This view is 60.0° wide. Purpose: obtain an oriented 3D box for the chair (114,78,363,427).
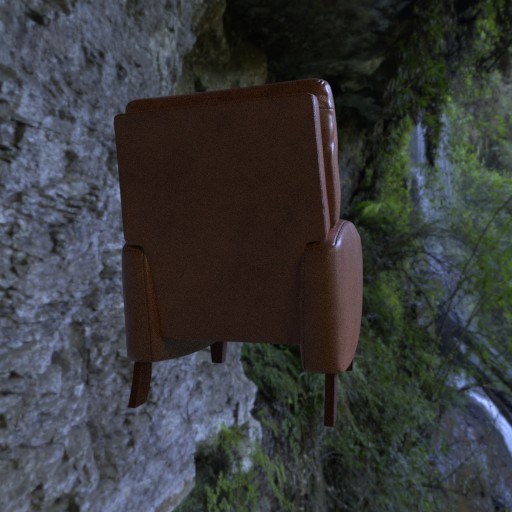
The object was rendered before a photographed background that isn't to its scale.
[{"bbox_3d":[0.000,0.000,1.679,0.762,0.990,0.990,-1,-2,16],"label":"chair"}]
